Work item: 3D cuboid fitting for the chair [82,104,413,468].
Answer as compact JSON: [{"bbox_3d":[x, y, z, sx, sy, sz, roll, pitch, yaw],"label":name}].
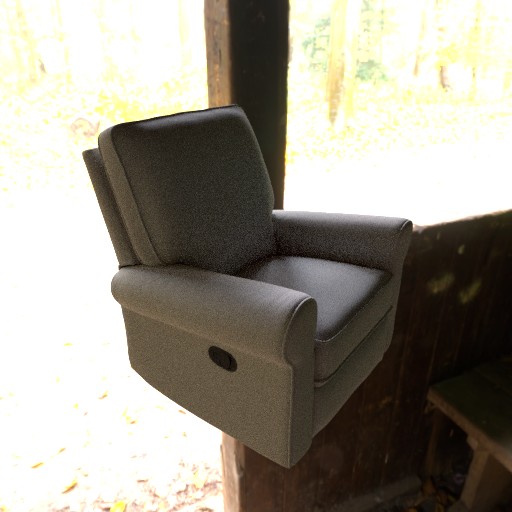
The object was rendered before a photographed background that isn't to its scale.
[{"bbox_3d":[0.000,0.000,1.596,0.878,0.960,0.890,17,30,33],"label":"chair"}]
